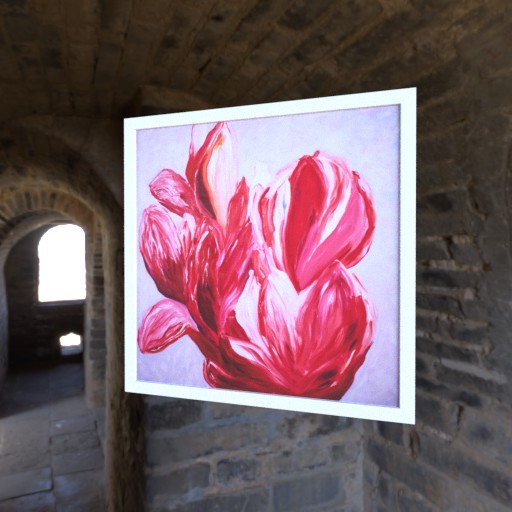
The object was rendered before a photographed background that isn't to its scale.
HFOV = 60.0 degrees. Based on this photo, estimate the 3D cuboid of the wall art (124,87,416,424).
[{"bbox_3d":[0.000,0.000,0.981,0.664,0.661,0.020,0,1,18],"label":"wall art"}]
